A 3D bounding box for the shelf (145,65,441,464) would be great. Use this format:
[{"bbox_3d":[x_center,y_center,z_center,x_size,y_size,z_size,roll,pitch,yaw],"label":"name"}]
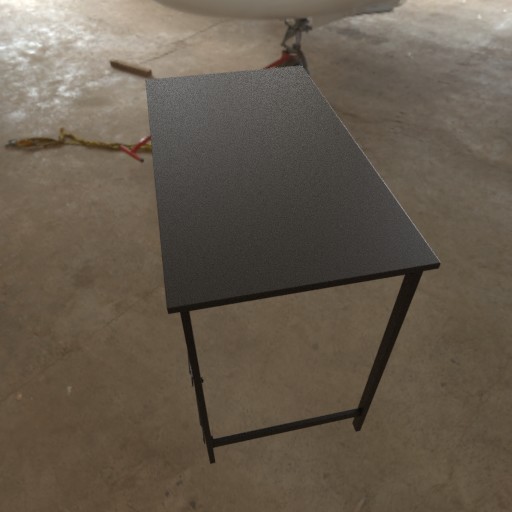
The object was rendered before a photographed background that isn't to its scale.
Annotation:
[{"bbox_3d":[0.000,0.000,1.348,0.498,0.749,0.902,-9,46,-9],"label":"shelf"}]
